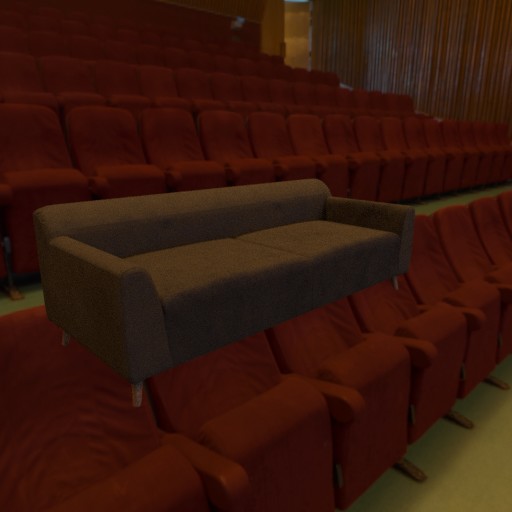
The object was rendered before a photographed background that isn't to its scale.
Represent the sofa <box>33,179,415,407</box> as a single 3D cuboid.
[{"bbox_3d":[0.000,0.000,2.670,2.190,0.740,0.900,-14,21,-42],"label":"sofa"}]
